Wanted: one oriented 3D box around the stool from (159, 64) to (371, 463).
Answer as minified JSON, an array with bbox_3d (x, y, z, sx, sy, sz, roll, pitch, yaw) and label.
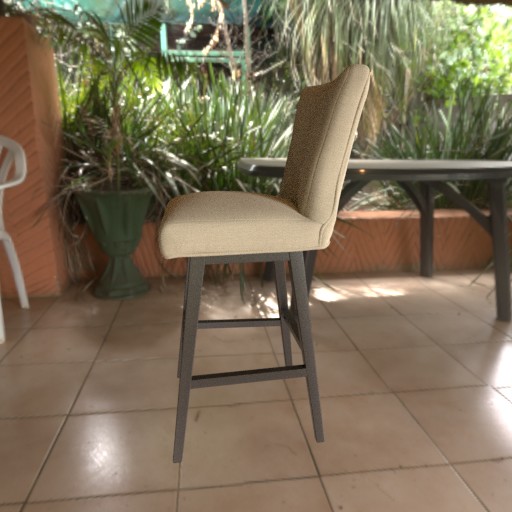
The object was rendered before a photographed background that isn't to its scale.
[{"bbox_3d":[0.000,0.000,1.426,0.574,1.086,0.514,-2,14,-8],"label":"stool"}]
